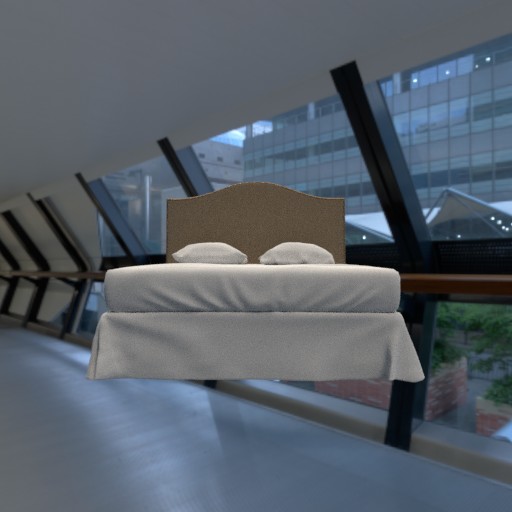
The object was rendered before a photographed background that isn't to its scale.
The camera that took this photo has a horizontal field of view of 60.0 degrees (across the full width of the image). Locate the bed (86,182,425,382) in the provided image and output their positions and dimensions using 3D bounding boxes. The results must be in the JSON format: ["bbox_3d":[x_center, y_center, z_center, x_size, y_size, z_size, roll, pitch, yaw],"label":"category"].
[{"bbox_3d":[0.000,0.000,3.905,2.311,1.651,2.222,0,0,1],"label":"bed"}]
